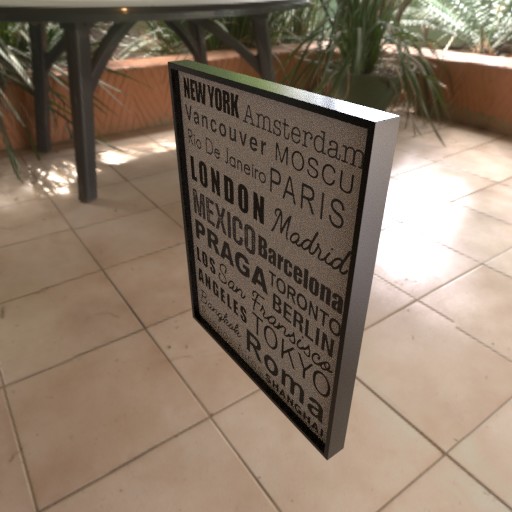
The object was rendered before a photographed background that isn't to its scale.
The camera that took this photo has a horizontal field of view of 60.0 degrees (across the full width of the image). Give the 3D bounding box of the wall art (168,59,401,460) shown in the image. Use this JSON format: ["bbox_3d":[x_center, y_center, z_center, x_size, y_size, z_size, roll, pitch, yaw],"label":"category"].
[{"bbox_3d":[0.000,0.000,0.742,0.038,0.551,0.448,-21,38,-30],"label":"wall art"}]
